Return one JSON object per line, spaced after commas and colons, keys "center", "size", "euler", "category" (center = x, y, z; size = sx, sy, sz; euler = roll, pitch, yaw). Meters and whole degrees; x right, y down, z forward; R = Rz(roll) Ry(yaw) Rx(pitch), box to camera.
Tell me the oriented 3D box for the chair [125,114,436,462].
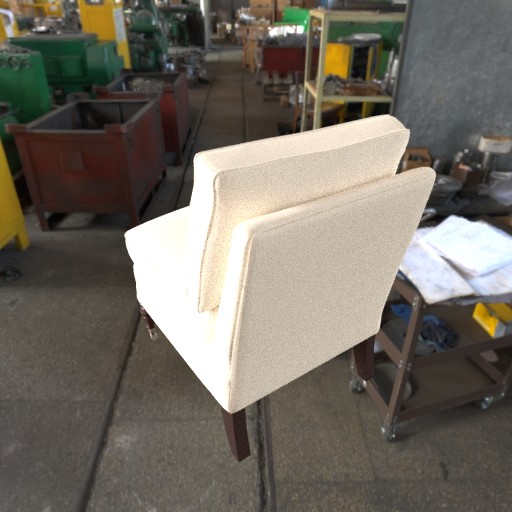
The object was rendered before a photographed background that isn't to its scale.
{"center": [0.000, 0.000, 1.416], "size": [0.630, 0.887, 0.781], "euler": [-20, 36, -30], "category": "chair"}
